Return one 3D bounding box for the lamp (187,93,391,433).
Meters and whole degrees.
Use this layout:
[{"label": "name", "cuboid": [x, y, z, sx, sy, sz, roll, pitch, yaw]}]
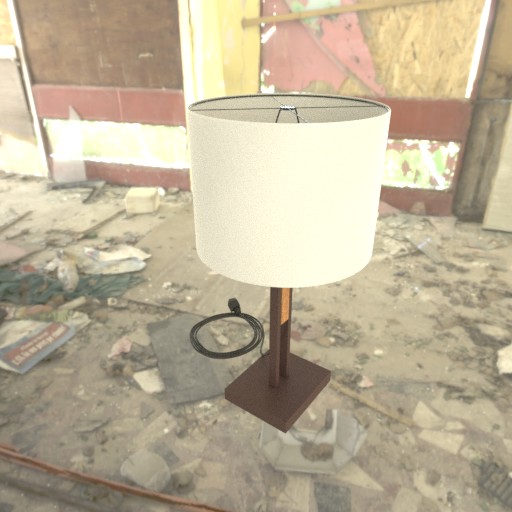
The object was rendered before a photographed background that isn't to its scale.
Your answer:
[{"label": "lamp", "cuboid": [0.000, 0.000, 0.998, 0.525, 0.668, 0.396, 18, 32, 32]}]
